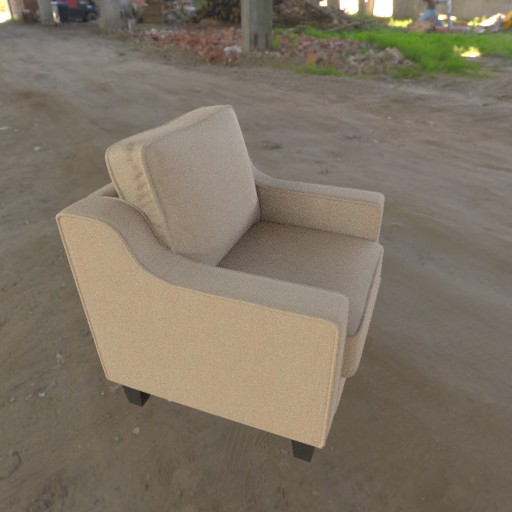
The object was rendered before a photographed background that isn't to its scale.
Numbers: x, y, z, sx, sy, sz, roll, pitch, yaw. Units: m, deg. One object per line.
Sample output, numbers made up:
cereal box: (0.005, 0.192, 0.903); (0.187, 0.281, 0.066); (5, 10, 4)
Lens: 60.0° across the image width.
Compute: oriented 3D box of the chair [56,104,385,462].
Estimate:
chair: (0.000, 0.000, 1.637); (0.882, 0.948, 0.922); (11, 32, 18)
